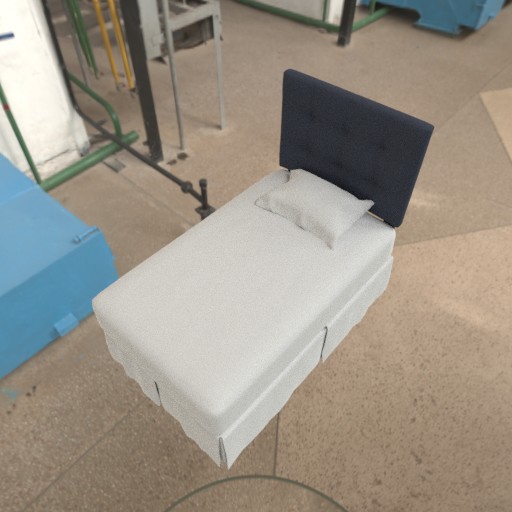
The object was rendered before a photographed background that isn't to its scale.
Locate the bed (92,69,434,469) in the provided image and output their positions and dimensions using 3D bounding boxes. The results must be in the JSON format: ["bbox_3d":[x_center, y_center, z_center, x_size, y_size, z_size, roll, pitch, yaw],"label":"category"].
[{"bbox_3d":[0.000,0.000,3.000,1.261,1.571,1.997,34,56,27],"label":"bed"}]
